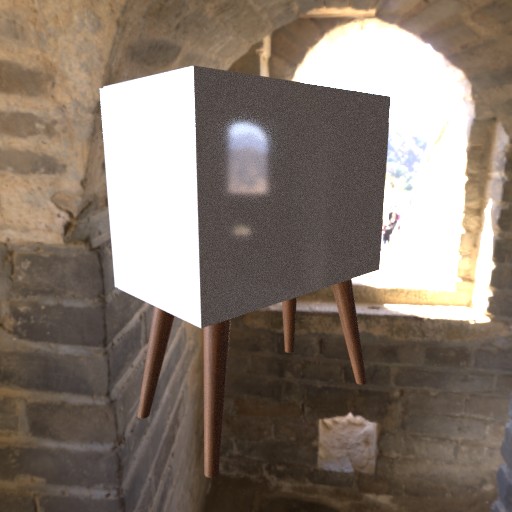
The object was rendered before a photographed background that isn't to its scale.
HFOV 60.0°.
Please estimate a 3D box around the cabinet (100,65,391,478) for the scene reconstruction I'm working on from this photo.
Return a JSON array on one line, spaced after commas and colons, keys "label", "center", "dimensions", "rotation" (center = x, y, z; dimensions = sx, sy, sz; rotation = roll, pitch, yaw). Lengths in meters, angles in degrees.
[{"label": "cabinet", "center": [0.000, 0.000, 1.104], "dimensions": [0.591, 0.772, 0.344], "rotation": [-12, 18, -42]}]
